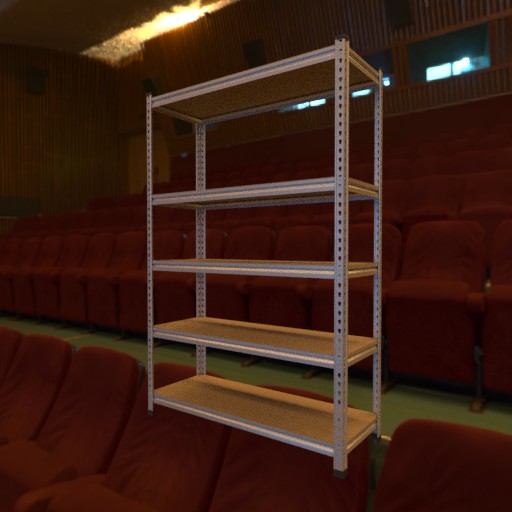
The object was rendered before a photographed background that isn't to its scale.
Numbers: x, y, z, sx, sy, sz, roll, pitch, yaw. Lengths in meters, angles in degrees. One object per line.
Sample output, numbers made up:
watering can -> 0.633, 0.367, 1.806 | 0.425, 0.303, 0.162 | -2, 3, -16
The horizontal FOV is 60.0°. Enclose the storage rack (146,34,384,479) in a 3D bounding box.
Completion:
storage rack -> 0.000, 0.000, 2.358 | 1.219, 1.829, 0.457 | 1, 2, 36
